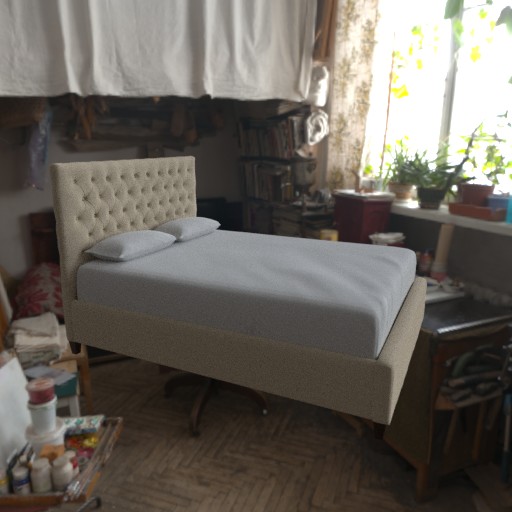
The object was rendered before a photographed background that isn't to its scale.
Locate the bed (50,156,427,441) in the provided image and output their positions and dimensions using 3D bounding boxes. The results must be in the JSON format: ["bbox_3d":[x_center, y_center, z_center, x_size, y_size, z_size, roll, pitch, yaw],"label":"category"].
[{"bbox_3d":[0.000,0.000,3.423,2.387,1.427,1.698,7,16,25],"label":"bed"}]
